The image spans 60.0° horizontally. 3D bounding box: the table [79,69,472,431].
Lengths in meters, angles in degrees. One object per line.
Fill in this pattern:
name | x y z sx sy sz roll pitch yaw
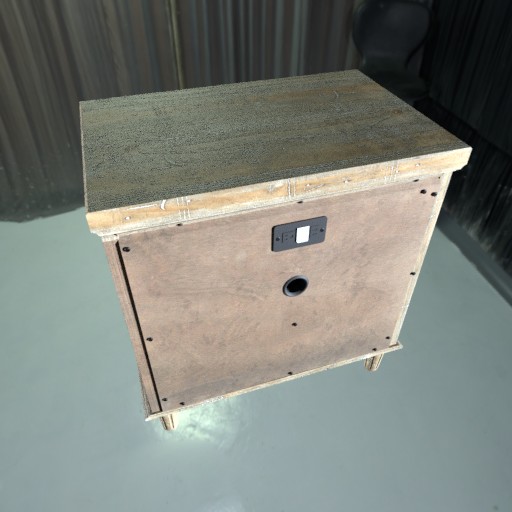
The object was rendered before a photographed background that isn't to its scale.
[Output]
table | 0.000 0.000 1.121 0.686 0.711 0.457 -12 42 -13
